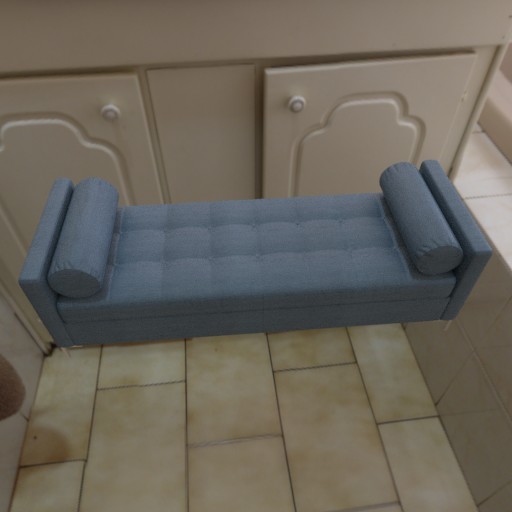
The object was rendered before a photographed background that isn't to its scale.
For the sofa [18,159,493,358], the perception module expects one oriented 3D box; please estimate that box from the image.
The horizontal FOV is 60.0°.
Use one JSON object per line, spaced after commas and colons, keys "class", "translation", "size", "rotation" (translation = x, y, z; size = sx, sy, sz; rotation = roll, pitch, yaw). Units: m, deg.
{"class": "sofa", "translation": [0.000, 0.000, 2.275], "size": [1.981, 0.635, 0.686], "rotation": [-3, 47, -3]}
